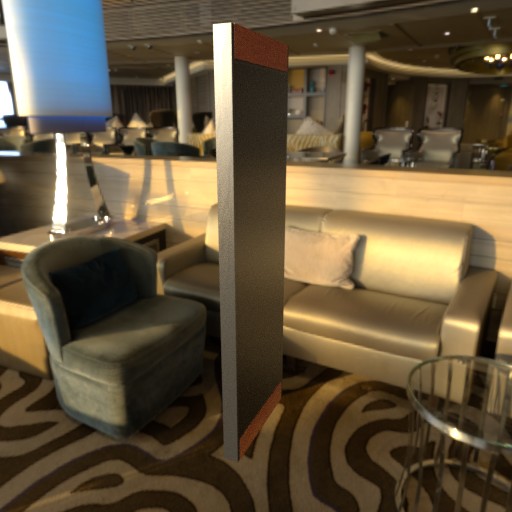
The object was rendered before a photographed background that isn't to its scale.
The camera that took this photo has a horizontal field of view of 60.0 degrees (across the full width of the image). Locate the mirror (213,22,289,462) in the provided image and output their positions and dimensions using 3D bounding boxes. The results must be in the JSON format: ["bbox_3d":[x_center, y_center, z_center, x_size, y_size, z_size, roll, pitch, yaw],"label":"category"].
[{"bbox_3d":[0.000,0.000,1.247,0.047,1.123,0.343,8,19,23],"label":"mirror"}]
